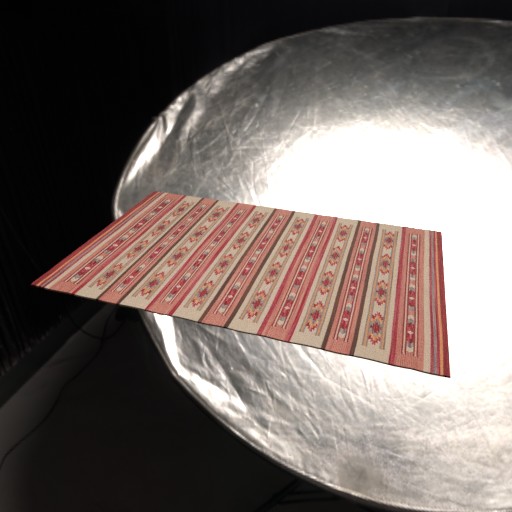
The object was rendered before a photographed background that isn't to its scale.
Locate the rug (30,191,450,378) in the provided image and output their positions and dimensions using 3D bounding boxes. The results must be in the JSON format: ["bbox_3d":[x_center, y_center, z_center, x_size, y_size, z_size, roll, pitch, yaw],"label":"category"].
[{"bbox_3d":[0.000,0.000,3.028,2.431,0.010,1.535,10,33,16],"label":"rug"}]
